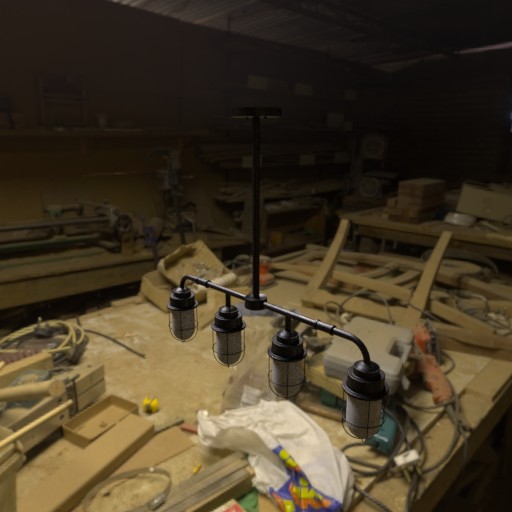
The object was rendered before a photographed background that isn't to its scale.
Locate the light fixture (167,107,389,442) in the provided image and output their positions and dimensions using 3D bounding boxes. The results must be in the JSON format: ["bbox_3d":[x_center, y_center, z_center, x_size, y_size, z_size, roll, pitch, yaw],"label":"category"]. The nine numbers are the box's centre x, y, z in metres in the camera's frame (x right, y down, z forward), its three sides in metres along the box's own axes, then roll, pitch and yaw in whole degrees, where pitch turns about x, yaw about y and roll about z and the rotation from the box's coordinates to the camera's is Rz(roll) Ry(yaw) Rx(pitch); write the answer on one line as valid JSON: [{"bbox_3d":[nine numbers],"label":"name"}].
[{"bbox_3d":[0.000,0.000,1.243,0.131,0.785,0.852,-14,21,-42],"label":"light fixture"}]
